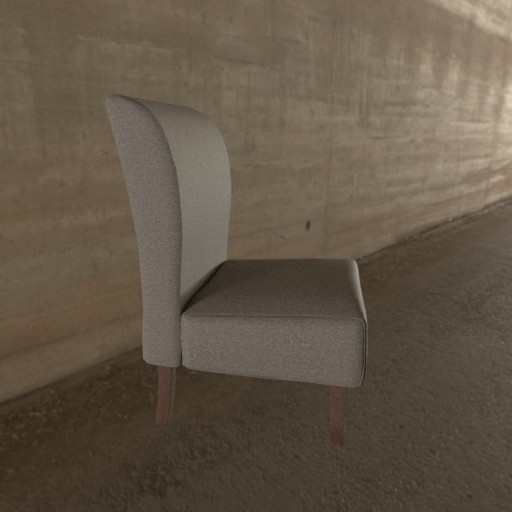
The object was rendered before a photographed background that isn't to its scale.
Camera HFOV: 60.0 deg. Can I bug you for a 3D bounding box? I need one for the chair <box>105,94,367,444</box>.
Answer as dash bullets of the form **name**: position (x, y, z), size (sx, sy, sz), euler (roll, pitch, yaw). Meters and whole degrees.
- **chair**: position (0.000, 0.000, 1.204), size (0.592, 0.804, 0.513), euler (2, 16, 8)
